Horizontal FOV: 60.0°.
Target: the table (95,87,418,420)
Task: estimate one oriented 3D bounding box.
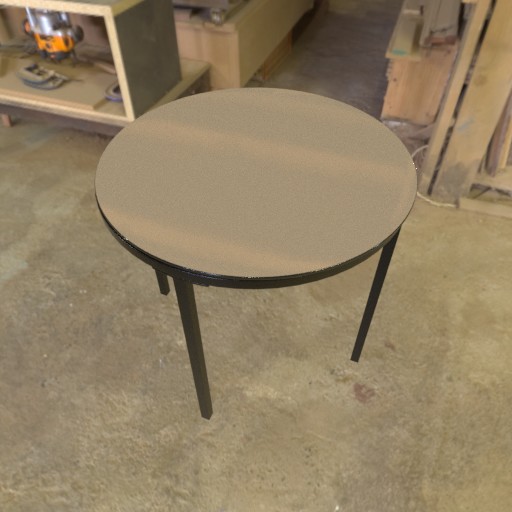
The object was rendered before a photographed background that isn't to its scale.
[{"bbox_3d":[0.000,0.000,0.864,0.499,0.443,0.499,0,46,0],"label":"table"}]
